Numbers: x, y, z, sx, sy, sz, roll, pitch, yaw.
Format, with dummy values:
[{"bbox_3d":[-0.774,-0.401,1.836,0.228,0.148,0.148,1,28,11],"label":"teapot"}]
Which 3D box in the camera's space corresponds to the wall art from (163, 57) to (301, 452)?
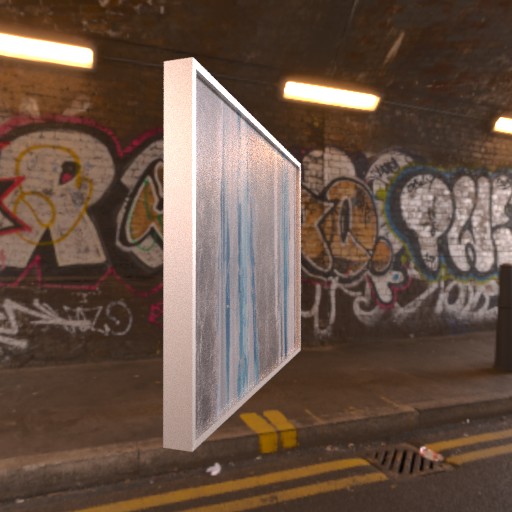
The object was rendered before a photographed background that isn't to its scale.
[{"bbox_3d":[0.000,0.000,1.414,0.066,0.801,1.056,0,-1,18],"label":"wall art"}]
